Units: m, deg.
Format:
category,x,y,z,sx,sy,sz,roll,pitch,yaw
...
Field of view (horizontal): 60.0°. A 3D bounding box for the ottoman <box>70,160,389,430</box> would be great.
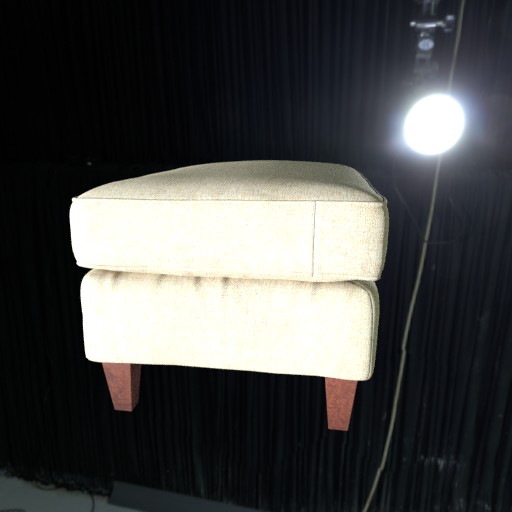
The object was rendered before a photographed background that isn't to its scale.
category,x,y,z,sx,sy,sz,roll,pitch,yaw
ottoman,0.000,0.000,1.201,0.583,0.484,0.862,2,15,8
